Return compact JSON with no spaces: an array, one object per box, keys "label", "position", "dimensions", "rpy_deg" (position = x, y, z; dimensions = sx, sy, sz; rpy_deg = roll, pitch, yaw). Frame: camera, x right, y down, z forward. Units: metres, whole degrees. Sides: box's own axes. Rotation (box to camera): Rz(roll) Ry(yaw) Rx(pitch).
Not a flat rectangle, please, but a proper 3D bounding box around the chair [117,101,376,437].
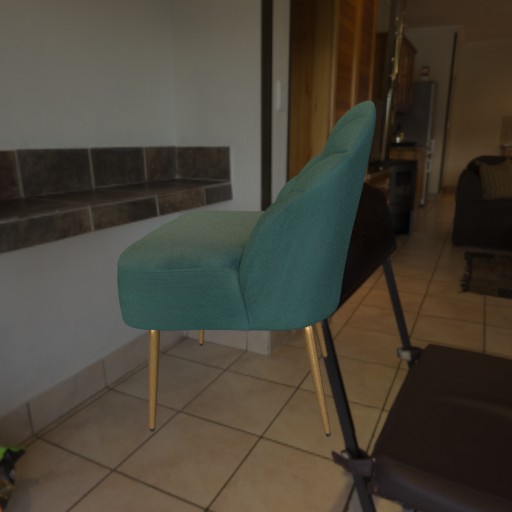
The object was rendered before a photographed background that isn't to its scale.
[{"label":"chair","position":[0.000,0.000,1.247],"dimensions":[0.599,0.819,0.657],"rpy_deg":[2,15,8]}]
